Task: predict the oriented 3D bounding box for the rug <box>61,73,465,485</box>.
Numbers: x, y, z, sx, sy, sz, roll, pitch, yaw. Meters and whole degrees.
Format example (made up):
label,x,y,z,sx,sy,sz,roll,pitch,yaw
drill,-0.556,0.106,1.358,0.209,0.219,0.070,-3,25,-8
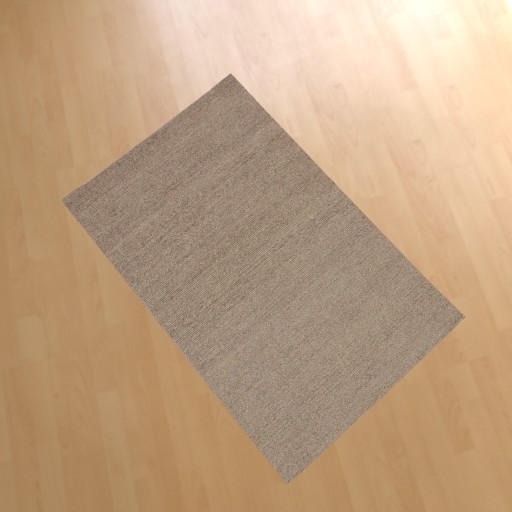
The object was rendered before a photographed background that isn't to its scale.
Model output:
label,x,y,z,sx,sy,sz,roll,pitch,yaw
rug,0.000,0.000,2.222,1.154,0.021,1.792,-39,79,-9
